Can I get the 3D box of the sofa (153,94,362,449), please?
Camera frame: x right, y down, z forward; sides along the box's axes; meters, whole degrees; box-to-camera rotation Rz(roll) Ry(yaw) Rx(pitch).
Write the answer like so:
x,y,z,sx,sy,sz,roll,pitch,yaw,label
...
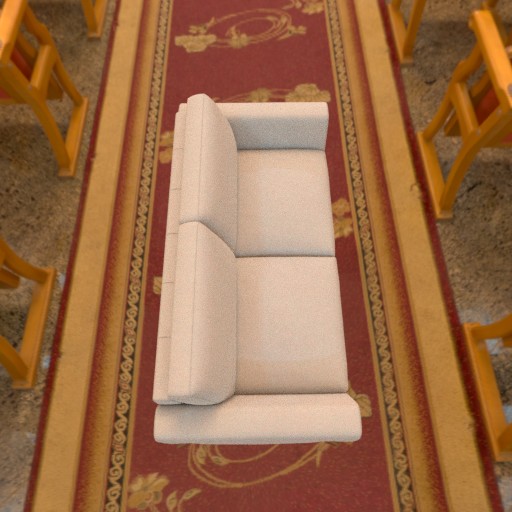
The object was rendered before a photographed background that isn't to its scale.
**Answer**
x,y,z,sx,sy,sz,roll,pitch,yaw,label
0.000,0.000,2.569,0.953,0.875,2.017,-1,65,0,sofa
